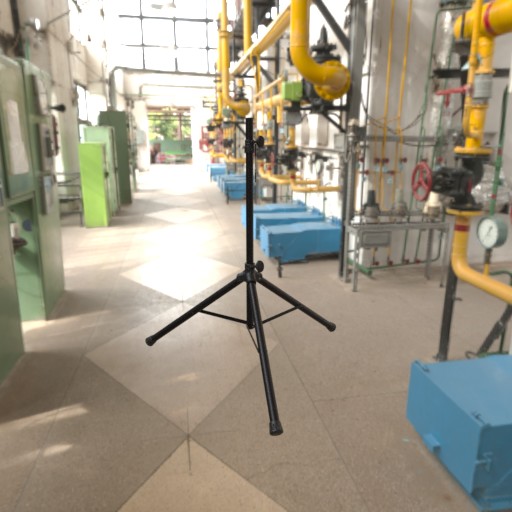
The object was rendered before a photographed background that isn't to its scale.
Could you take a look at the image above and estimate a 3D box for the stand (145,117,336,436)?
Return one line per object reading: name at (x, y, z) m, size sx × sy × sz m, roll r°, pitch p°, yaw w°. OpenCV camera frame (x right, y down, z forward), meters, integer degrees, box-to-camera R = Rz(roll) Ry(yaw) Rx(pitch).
stand at (0.000, 0.000, 1.880) m, size 1.045 × 1.136 × 0.907 m, roll -2°, pitch 15°, yaw -9°
